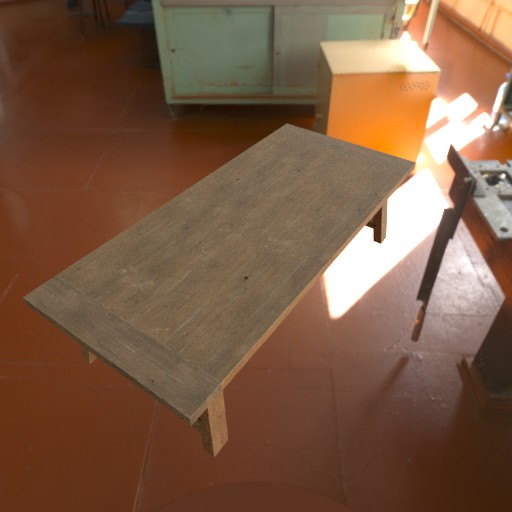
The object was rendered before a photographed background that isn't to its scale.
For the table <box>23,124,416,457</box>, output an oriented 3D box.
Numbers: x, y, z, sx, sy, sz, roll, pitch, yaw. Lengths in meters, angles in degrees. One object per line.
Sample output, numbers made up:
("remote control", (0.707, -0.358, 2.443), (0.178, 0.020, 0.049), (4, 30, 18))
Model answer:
("table", (0.000, 0.000, 2.152), (0.820, 0.465, 1.800), (25, 47, 26))
